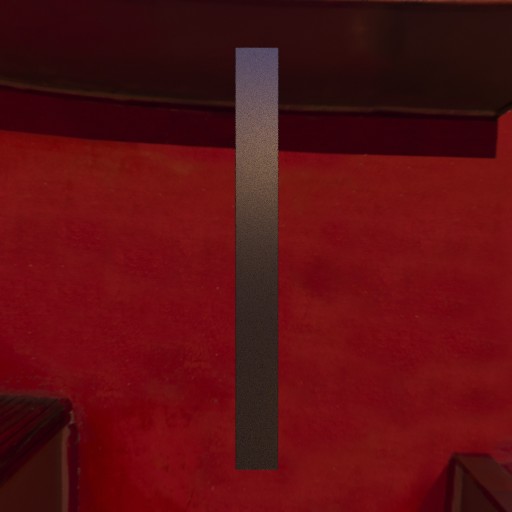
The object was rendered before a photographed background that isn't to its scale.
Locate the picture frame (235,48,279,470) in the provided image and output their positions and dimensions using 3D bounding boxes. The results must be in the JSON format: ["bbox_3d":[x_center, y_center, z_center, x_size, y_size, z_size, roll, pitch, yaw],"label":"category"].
[{"bbox_3d":[0.000,0.000,0.534,0.034,0.378,0.328,0,91,0],"label":"picture frame"}]
